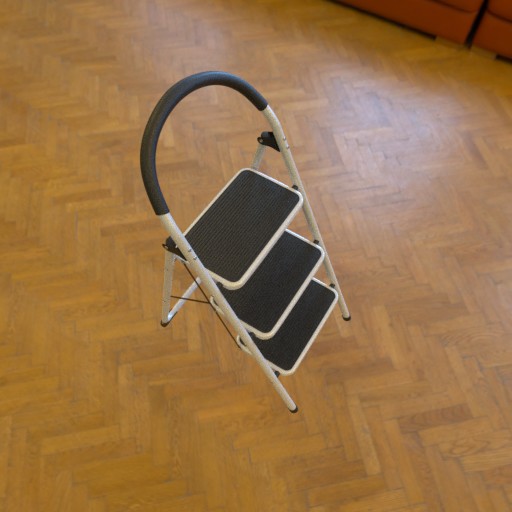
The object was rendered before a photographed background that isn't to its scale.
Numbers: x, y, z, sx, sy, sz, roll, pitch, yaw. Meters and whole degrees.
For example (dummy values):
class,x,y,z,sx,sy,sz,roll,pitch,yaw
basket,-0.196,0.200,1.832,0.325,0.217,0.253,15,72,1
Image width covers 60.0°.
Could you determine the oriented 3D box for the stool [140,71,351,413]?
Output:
class,x,y,z,sx,sy,sz,roll,pitch,yaw
stool,0.000,0.000,1.436,0.676,1.109,0.485,29,63,16
